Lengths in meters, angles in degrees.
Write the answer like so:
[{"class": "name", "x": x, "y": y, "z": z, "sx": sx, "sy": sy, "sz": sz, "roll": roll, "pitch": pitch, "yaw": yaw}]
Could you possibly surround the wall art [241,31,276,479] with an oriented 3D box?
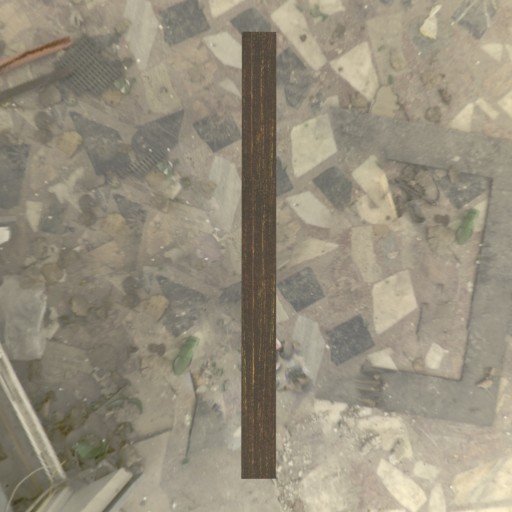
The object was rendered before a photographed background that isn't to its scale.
[{"class": "wall art", "x": 0.000, "y": 0.000, "z": 0.543, "sx": 0.031, "sy": 0.330, "sz": 0.381, "roll": 0, "pitch": 89, "yaw": -1}]
